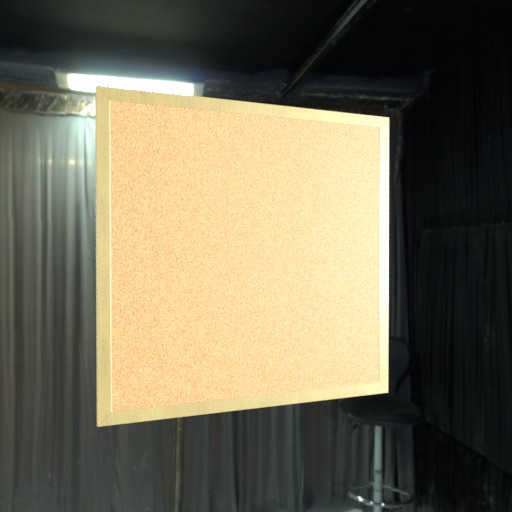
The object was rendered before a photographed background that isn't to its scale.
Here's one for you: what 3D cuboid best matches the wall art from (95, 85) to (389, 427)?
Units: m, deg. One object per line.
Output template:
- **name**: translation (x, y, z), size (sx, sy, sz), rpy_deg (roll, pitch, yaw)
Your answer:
- **wall art**: translation (0.000, 0.000, 1.125), size (0.763, 0.763, 0.037), rpy_deg (0, 1, -18)
